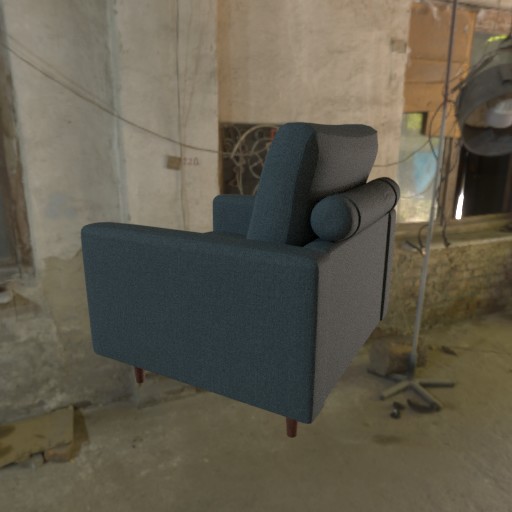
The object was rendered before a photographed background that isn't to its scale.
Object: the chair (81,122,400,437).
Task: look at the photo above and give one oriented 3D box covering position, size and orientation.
[{"bbox_3d":[0.000,0.000,1.540,0.843,0.880,0.821,9,18,28],"label":"chair"}]
